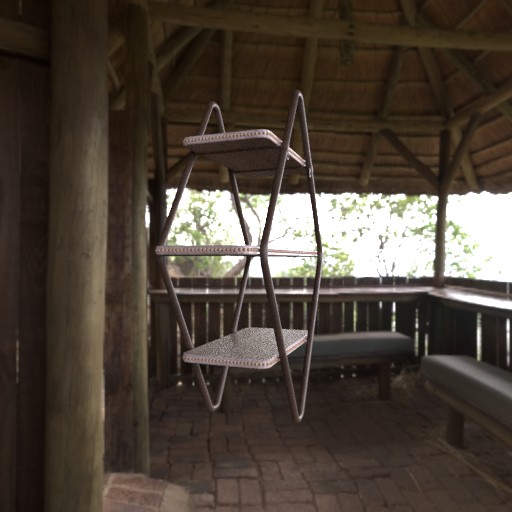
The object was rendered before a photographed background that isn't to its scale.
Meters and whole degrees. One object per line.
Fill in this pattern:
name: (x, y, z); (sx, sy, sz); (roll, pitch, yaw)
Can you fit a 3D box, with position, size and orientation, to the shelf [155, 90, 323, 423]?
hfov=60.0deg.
shelf: (0.000, 0.000, 1.082); (0.234, 0.774, 0.609); (0, 0, 20)
